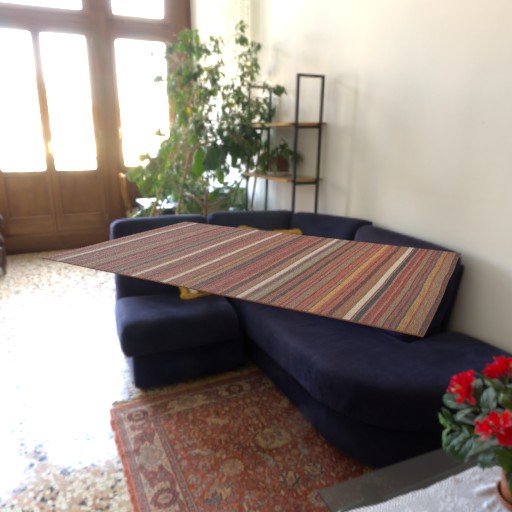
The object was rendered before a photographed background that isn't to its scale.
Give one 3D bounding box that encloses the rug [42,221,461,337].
[{"bbox_3d":[0.000,0.000,3.023,2.438,0.008,1.523,8,17,29],"label":"rug"}]
